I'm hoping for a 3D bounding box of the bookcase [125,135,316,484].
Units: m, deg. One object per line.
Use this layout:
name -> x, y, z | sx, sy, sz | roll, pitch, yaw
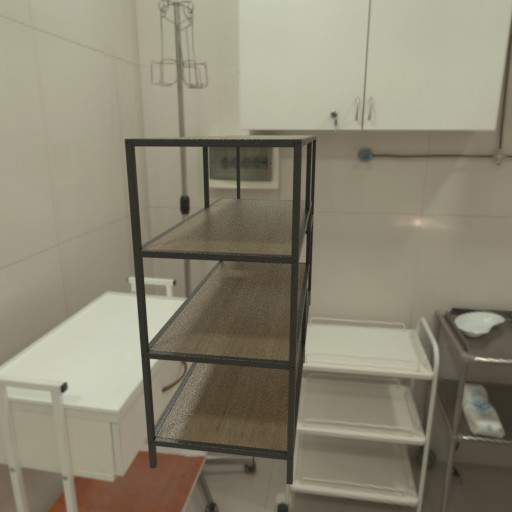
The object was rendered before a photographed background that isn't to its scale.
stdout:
bookcase -> 0.000, 0.000, 1.497 | 0.350, 0.780, 1.140 | 2, 16, 9
